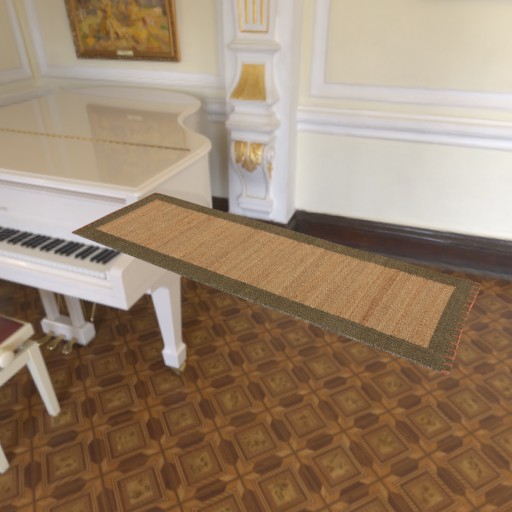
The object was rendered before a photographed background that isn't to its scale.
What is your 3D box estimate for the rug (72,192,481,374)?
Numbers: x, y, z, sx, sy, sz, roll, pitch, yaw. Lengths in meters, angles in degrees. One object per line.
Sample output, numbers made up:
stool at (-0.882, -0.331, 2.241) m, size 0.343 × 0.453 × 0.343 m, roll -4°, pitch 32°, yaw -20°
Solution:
rug at (0.000, 0.000, 2.690) m, size 2.413 × 0.016 × 0.810 m, roll 18°, pitch 35°, yaw 27°
